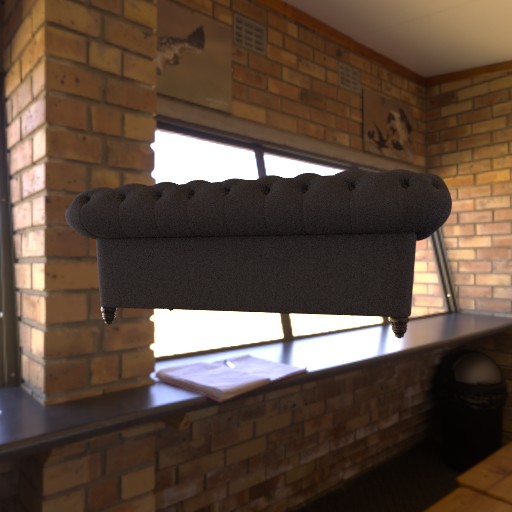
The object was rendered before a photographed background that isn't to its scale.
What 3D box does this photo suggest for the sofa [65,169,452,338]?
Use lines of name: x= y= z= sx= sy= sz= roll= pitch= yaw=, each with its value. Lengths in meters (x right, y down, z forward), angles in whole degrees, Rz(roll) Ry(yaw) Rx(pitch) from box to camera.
sofa: x=0.000 y=0.000 z=2.517 sx=1.998 sy=0.764 sz=0.986 roll=0 pitch=-1 yaw=17
